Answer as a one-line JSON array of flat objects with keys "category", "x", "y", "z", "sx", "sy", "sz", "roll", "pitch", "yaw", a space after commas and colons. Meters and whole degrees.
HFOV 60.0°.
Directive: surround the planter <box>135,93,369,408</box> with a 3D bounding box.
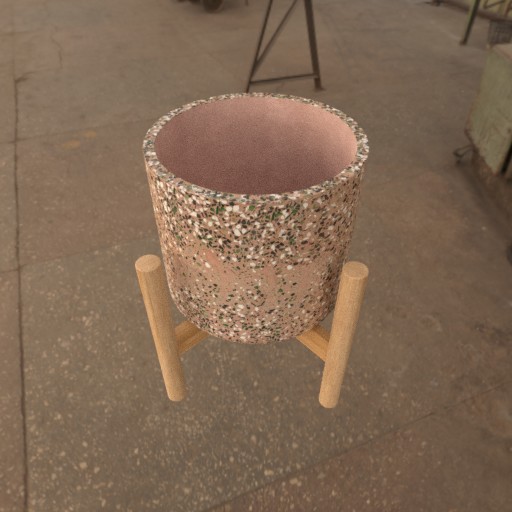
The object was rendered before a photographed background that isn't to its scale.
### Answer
[{"category": "planter", "x": 0.000, "y": 0.000, "z": 0.549, "sx": 0.284, "sy": 0.320, "sz": 0.284, "roll": -14, "pitch": 44, "yaw": -14}]
